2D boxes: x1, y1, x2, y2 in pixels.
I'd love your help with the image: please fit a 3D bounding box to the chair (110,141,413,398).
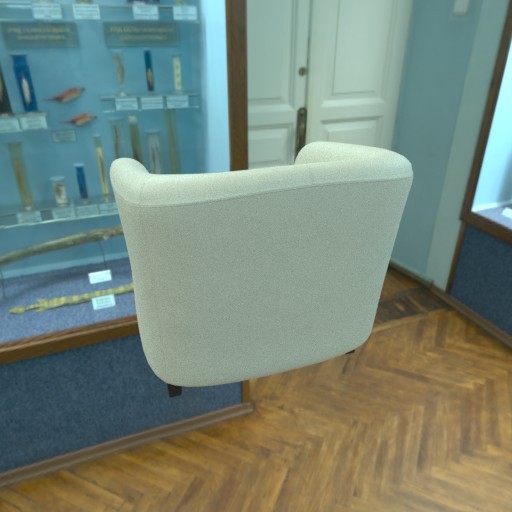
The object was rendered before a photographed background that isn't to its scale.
[{"bbox_3d":[0.000,0.000,1.392,0.792,0.756,0.727,-9,29,-17],"label":"chair"}]
